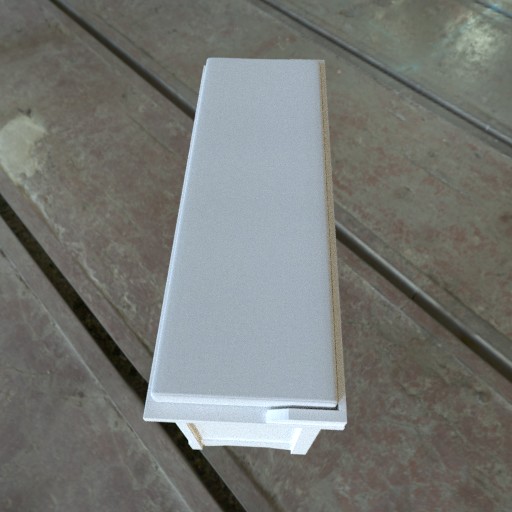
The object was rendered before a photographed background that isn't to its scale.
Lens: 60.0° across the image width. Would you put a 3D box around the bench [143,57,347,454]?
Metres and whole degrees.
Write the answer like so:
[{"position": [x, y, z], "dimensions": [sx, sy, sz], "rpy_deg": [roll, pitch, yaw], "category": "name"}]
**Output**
[{"position": [0.000, 0.000, 1.230], "dimensions": [0.346, 0.589, 0.987], "rpy_deg": [2, 58, 1], "category": "bench"}]
